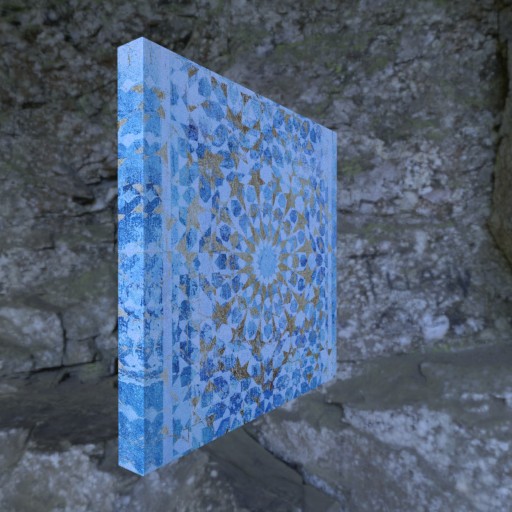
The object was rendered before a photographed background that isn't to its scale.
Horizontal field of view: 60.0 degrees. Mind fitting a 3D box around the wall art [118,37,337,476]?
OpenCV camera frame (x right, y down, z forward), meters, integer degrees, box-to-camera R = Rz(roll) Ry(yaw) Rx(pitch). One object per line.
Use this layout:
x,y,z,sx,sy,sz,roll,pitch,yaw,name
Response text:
0.000,0.000,0.582,0.037,0.405,0.405,0,1,36,wall art
